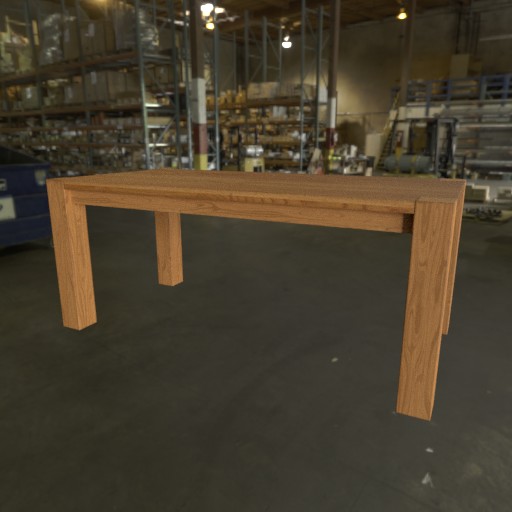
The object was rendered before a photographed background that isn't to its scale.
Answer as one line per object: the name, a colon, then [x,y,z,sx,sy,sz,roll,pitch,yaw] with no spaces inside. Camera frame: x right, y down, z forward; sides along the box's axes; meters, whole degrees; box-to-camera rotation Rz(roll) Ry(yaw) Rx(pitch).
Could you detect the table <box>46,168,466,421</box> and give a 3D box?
table: [0.000,0.000,2.218,1.800,0.760,0.900,7,17,26]
